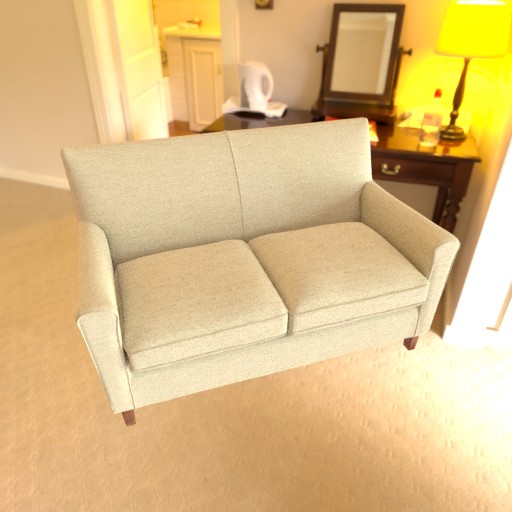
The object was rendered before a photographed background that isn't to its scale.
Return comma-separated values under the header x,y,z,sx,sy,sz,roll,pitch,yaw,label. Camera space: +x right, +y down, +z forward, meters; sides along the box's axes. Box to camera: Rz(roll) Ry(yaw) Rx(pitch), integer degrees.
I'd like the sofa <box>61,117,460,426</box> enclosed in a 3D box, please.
x,y,z,sx,sy,sz,roll,pitch,yaw,label
0.000,0.000,1.988,1.482,0.892,0.891,-10,34,-16,sofa
